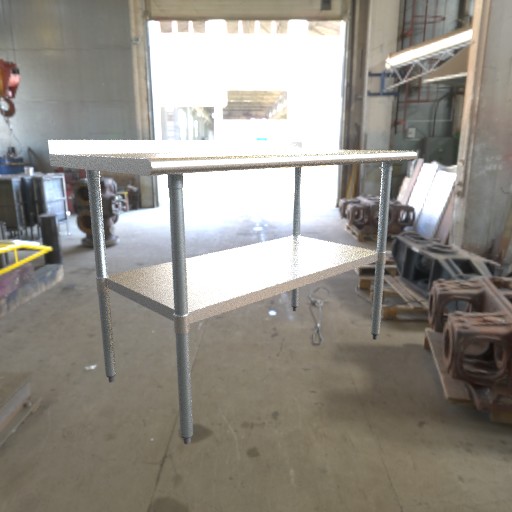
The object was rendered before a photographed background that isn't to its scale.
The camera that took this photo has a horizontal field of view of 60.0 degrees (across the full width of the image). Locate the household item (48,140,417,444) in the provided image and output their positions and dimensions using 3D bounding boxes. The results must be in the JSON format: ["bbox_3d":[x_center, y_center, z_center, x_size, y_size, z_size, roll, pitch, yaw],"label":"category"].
[{"bbox_3d":[0.000,0.000,1.686,1.219,0.851,0.610,-13,20,-42],"label":"household item"}]
